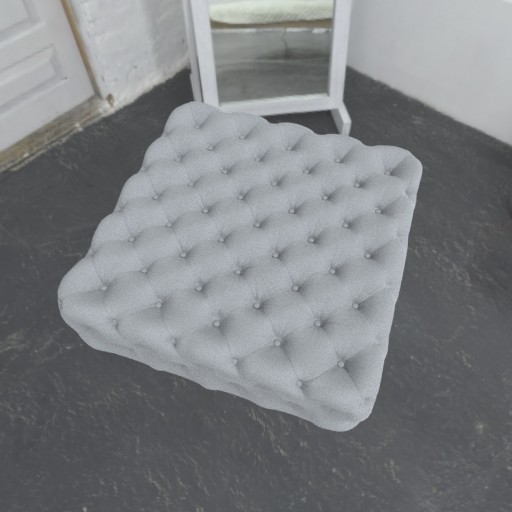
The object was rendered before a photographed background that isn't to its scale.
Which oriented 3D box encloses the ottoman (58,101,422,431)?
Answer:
[{"bbox_3d":[0.000,0.000,1.236,0.758,0.365,0.764,16,60,10],"label":"ottoman"}]
